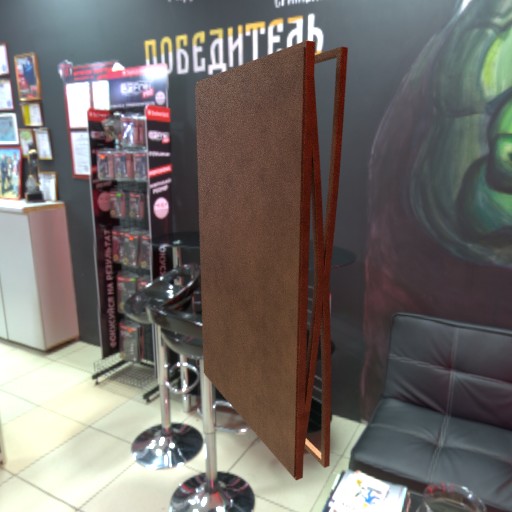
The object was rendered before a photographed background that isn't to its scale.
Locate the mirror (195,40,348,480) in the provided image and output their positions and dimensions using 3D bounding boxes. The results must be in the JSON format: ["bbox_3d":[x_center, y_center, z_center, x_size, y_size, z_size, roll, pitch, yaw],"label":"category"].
[{"bbox_3d":[0.000,0.000,0.968,0.082,0.768,0.468,-7,15,-27],"label":"mirror"}]
